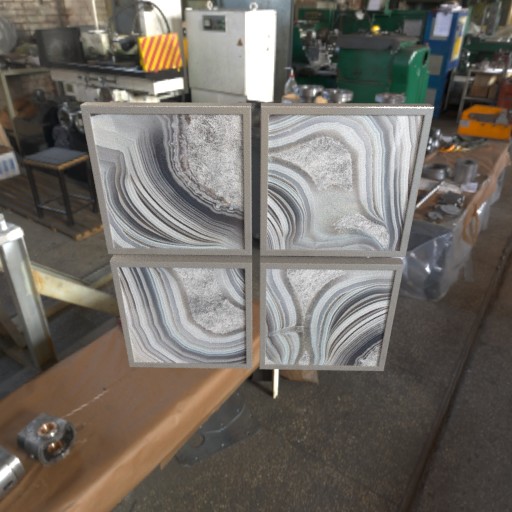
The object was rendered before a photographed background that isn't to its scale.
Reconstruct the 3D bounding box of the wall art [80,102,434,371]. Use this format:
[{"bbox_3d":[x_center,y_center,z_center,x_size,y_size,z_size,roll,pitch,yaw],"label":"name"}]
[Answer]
[{"bbox_3d":[0.000,0.000,0.928,0.611,0.611,0.029,1,30,1],"label":"wall art"}]
